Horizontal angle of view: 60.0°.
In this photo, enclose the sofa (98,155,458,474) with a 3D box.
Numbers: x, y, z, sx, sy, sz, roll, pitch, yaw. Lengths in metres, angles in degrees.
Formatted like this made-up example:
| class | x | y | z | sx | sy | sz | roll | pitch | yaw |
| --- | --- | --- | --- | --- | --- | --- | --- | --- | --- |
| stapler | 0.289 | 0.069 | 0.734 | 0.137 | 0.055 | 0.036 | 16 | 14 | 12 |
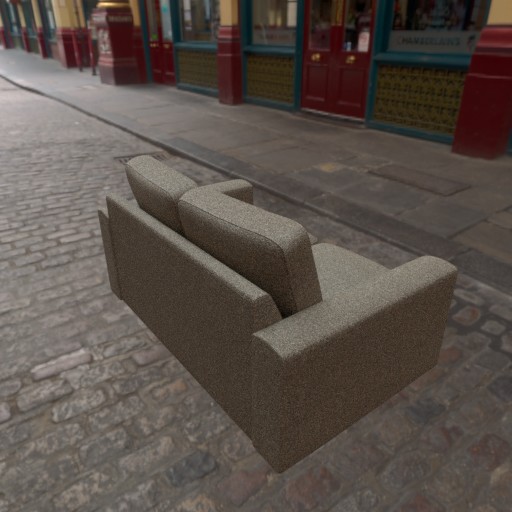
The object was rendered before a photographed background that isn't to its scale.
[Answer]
| class | x | y | z | sx | sy | sz | roll | pitch | yaw |
| --- | --- | --- | --- | --- | --- | --- | --- | --- | --- |
| sofa | 0.000 | 0.000 | 2.233 | 1.016 | 0.873 | 1.616 | -19 | 32 | -33 |
